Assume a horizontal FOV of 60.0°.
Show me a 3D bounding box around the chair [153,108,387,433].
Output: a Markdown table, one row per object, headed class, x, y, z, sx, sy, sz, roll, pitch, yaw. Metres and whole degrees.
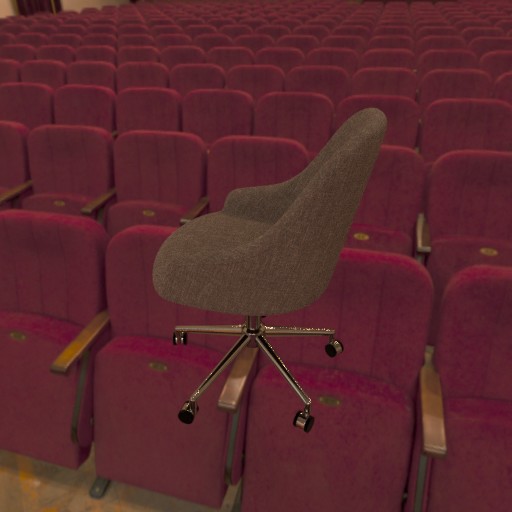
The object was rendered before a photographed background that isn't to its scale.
| class | x | y | z | sx | sy | sz | roll | pitch | yaw |
| --- | --- | --- | --- | --- | --- | --- | --- | --- | --- |
| chair | 0.000 | 0.000 | 1.468 | 0.712 | 0.950 | 0.671 | 8 | 31 | 14 |
